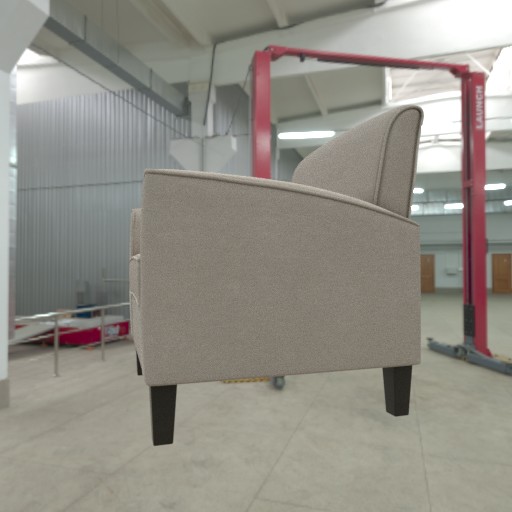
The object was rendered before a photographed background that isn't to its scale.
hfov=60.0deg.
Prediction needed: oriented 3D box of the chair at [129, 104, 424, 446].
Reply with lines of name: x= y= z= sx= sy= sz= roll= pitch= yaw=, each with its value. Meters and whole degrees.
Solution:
chair: x=0.000 y=0.000 z=1.519 sx=0.820 sy=0.915 sz=0.820 roll=0 pitch=-1 yaw=-18
